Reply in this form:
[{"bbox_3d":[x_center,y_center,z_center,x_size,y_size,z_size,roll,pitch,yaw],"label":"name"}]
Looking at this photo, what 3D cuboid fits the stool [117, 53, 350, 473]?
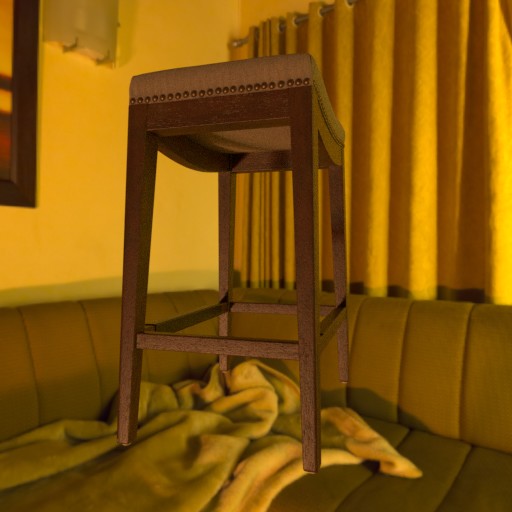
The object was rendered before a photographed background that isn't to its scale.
[{"bbox_3d":[0.000,0.000,0.961,0.356,0.660,0.508,0,1,17],"label":"stool"}]
